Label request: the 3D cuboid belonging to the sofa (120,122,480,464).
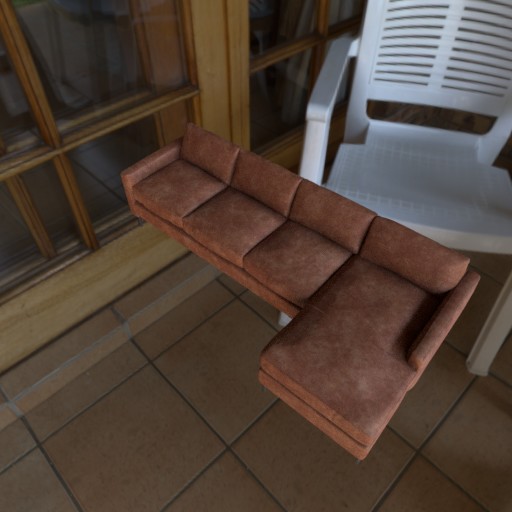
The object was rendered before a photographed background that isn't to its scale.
[{"bbox_3d":[0.000,0.000,3.592,2.993,0.859,1.471,32,55,26],"label":"sofa"}]
